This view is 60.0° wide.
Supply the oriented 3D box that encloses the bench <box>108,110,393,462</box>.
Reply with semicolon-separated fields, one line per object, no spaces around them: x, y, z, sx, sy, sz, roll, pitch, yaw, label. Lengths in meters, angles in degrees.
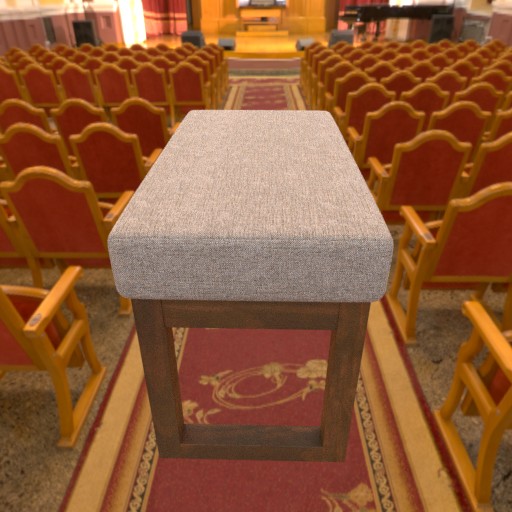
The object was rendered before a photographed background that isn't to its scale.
0.000;0.000;0.948;0.366;0.467;0.681;1;31;1;bench
